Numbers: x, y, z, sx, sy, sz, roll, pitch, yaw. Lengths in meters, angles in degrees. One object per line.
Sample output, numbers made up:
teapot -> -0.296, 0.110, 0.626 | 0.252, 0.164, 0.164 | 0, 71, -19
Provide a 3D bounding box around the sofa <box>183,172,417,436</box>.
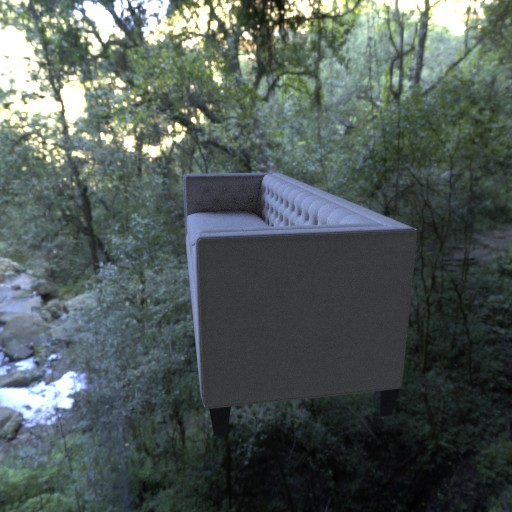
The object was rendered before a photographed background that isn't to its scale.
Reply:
sofa -> 0.000, 0.000, 2.591 | 0.775, 0.762, 2.159 | -3, 16, -10
